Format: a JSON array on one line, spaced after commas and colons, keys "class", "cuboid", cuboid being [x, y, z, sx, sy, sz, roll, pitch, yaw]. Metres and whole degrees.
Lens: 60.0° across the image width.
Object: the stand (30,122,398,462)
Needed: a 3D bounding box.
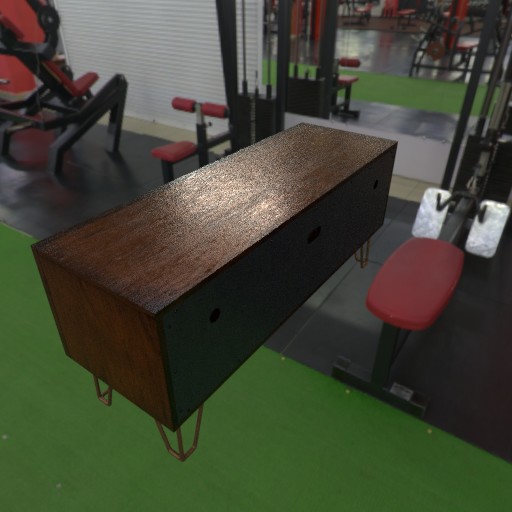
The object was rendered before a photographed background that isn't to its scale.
[{"class": "stand", "cuboid": [0.000, 0.000, 1.675, 0.481, 0.610, 1.372, 22, 39, 30]}]
